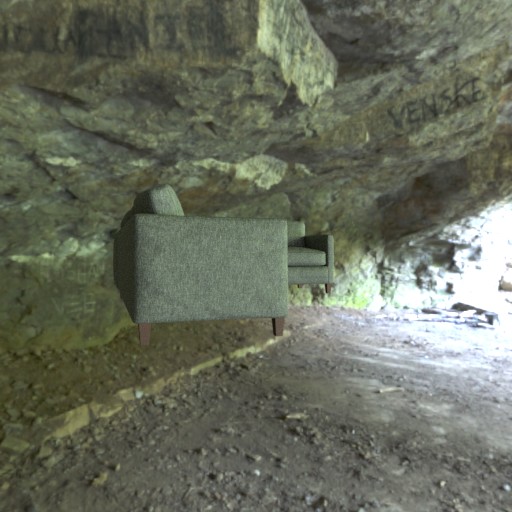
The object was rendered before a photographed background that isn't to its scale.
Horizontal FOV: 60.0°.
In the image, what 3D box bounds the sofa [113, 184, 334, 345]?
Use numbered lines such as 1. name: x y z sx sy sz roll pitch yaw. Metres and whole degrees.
1. sofa: 0.000 0.000 4.341 2.593 0.947 3.302 0 1 -19
